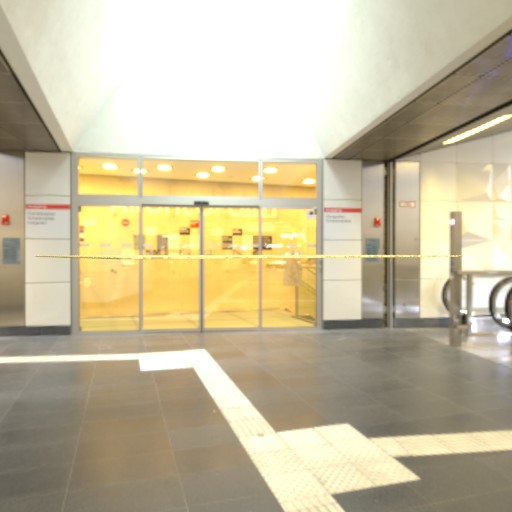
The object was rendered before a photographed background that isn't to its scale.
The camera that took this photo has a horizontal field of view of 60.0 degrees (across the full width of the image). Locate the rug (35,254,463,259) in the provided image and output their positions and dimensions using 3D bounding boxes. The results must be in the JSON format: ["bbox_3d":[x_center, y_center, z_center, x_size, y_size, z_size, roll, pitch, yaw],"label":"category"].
[{"bbox_3d":[0.000,0.000,2.939,2.410,0.011,1.539,0,0,-36],"label":"rug"}]
